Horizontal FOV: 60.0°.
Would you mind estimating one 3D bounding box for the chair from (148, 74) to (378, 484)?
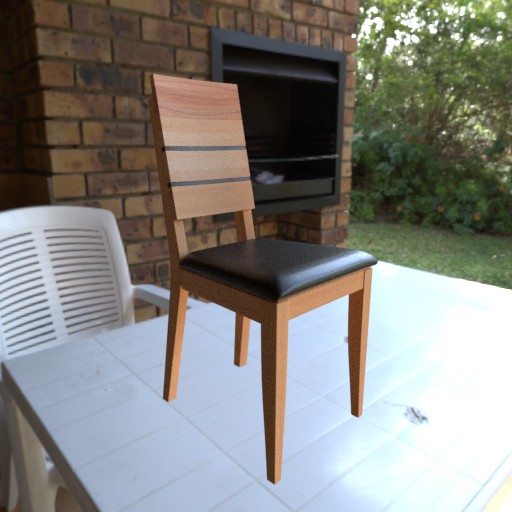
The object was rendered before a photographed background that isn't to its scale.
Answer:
[{"bbox_3d":[0.000,0.000,1.206,0.520,0.940,0.410,13,20,42],"label":"chair"}]
